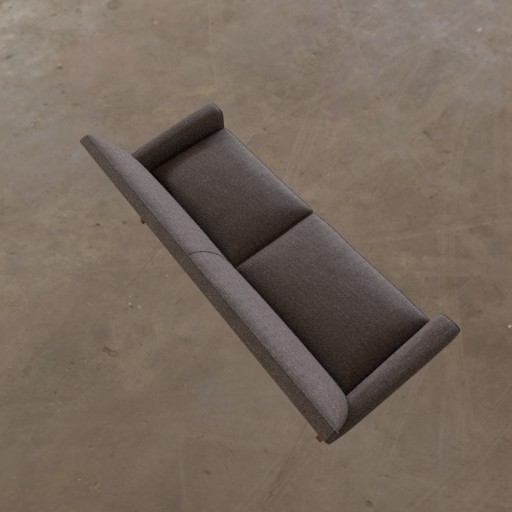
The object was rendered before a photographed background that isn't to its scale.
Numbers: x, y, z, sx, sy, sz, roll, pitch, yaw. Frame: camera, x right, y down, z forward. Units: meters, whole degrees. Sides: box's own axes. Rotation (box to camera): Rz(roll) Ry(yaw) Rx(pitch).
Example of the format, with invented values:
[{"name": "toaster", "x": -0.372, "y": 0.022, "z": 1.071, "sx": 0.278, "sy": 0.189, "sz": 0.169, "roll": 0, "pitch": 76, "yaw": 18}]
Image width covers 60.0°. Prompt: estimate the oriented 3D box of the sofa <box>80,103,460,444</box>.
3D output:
[{"name": "sofa", "x": 0.000, "y": 0.000, "z": 2.447, "sx": 0.875, "sy": 0.846, "sz": 1.976, "roll": -34, "pitch": 65, "yaw": -19}]
